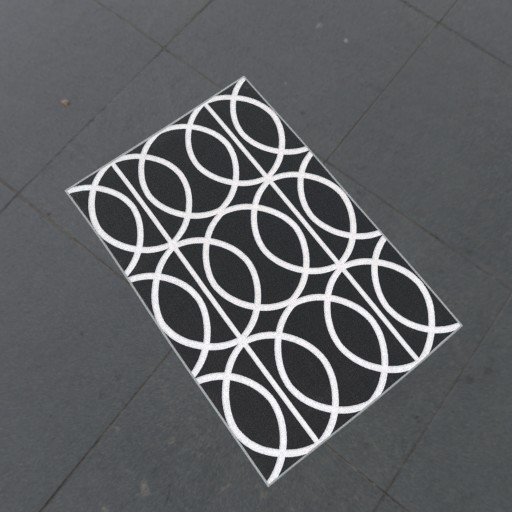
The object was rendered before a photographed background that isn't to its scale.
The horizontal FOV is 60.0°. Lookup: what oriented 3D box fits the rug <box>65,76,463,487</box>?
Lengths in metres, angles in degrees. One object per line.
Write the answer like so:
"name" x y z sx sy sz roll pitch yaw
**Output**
"rug" 0.000 0.000 2.875 1.526 0.014 2.290 -36 77 -9
